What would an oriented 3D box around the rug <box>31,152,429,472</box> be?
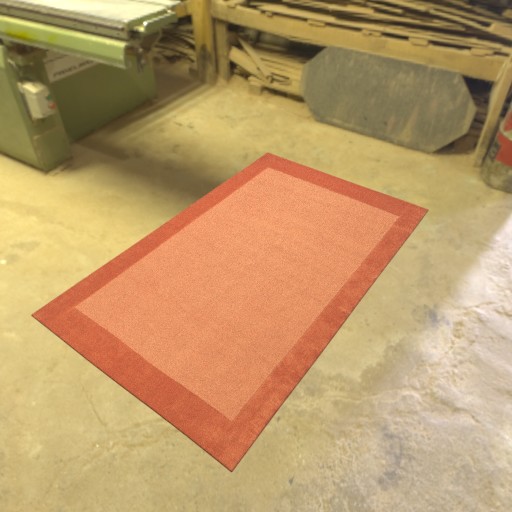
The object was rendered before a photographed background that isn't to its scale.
[{"bbox_3d":[0.000,0.000,3.021,1.524,0.014,2.438,26,48,26],"label":"rug"}]
